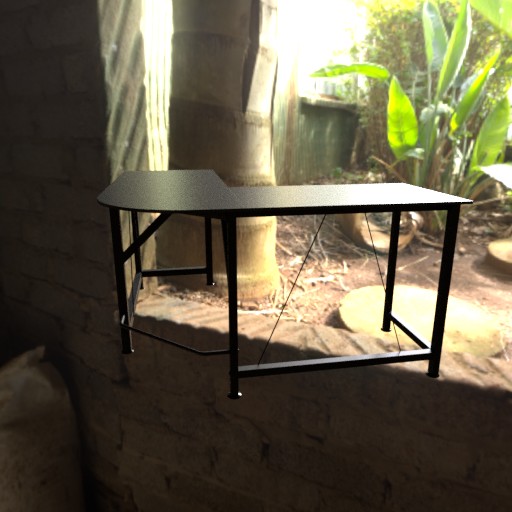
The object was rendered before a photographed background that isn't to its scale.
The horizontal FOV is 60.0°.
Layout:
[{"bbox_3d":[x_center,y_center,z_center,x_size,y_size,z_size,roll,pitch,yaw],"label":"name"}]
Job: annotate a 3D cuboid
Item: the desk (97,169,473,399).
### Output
[{"bbox_3d":[0.000,0.000,2.306,1.400,0.762,1.400,-3,17,-10],"label":"desk"}]
